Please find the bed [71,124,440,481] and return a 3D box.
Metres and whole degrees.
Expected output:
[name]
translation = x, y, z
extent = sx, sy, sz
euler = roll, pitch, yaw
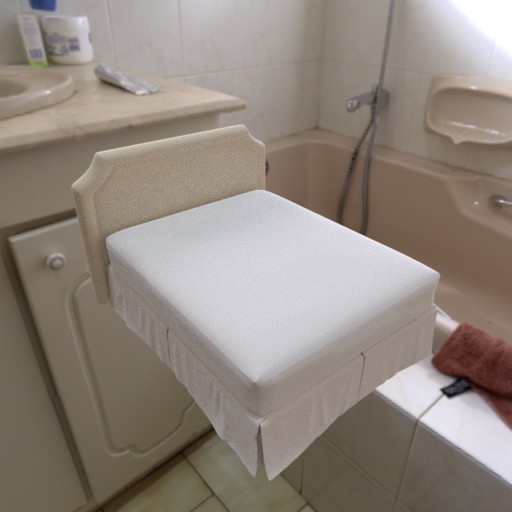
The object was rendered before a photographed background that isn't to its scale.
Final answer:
[bed]
translation = 0.000, 0.000, 3.262
extent = 1.827, 1.296, 2.209
euler = -22, 37, -32
